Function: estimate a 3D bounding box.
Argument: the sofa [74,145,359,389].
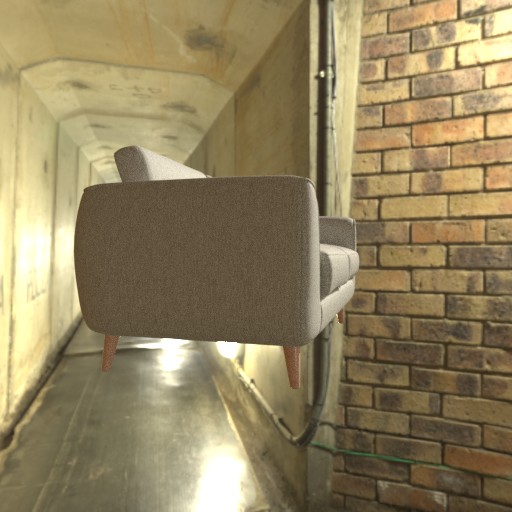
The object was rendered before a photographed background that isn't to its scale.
[{"bbox_3d":[0.000,0.000,2.199,0.920,0.850,1.700,0,0,17],"label":"sofa"}]
